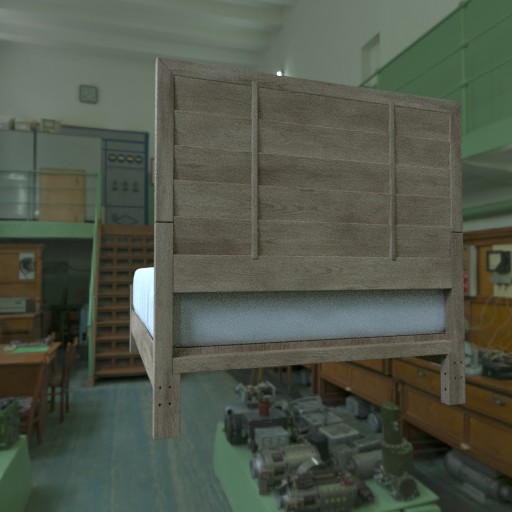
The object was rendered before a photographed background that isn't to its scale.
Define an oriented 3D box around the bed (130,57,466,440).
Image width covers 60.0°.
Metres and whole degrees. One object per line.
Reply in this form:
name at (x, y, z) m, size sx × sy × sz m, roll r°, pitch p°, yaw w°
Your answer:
bed at (0.000, 0.000, 3.169) m, size 1.626 × 1.626 × 2.197 m, roll 1°, pitch -2°, yaw -18°
